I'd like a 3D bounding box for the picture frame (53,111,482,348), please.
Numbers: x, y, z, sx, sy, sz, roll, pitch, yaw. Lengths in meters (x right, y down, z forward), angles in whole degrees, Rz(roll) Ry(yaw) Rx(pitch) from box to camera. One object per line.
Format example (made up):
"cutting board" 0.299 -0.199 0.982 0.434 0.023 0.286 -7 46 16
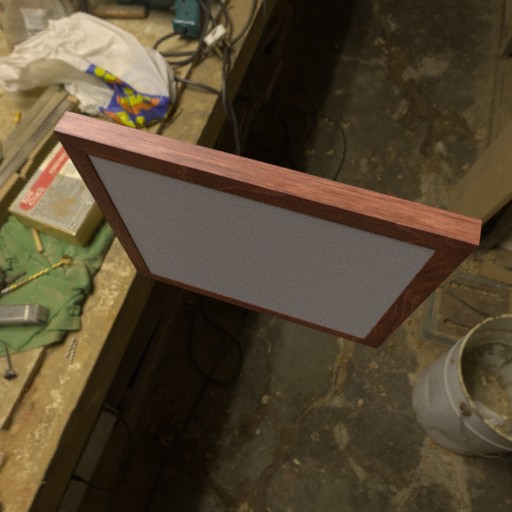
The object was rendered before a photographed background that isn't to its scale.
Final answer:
"picture frame" 0.000 0.000 0.531 0.381 0.330 0.025 16 65 8
